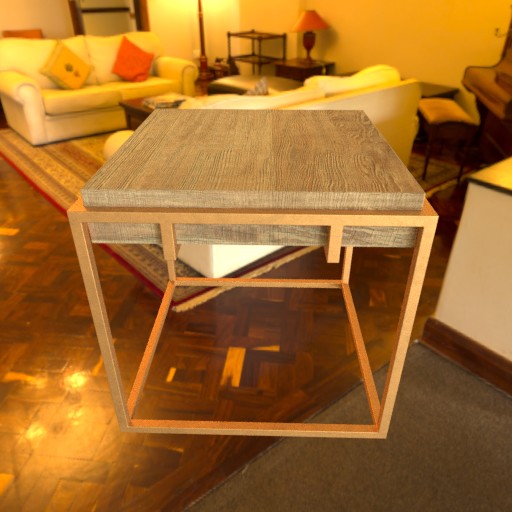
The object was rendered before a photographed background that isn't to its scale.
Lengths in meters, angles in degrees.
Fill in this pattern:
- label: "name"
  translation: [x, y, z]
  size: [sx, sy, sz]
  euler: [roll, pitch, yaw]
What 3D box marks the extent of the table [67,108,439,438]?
- label: "table"
  translation: [0.000, 0.000, 1.104]
  size: [0.599, 0.584, 0.599]
  euler: [1, 31, 1]
